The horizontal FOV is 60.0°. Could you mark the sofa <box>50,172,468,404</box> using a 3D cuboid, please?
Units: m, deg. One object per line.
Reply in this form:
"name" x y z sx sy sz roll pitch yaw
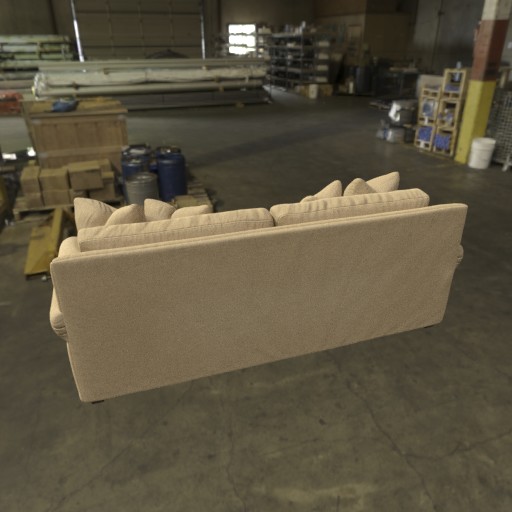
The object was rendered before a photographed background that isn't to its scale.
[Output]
"sofa" 0.000 0.000 2.744 2.285 0.904 1.067 -9 27 -17
